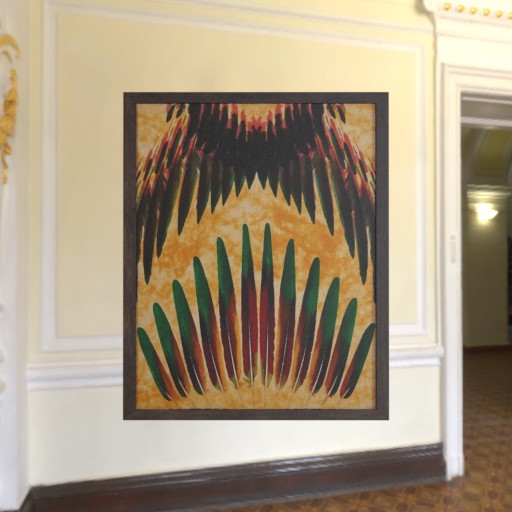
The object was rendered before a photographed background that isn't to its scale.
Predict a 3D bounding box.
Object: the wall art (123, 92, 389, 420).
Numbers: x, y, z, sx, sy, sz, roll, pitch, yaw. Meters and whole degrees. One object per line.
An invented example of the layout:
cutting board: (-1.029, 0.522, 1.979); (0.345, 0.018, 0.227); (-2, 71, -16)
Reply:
wall art: (0.000, 0.000, 0.561); (0.329, 0.406, 0.027); (0, 0, 0)
